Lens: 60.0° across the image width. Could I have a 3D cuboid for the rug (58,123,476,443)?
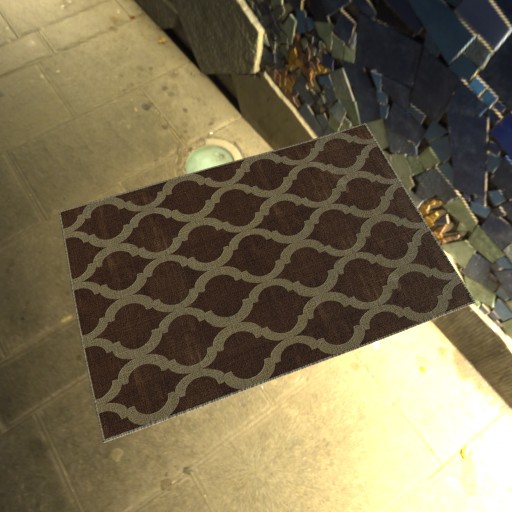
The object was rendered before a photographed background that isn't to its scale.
[{"bbox_3d":[0.000,0.000,2.816,2.284,0.008,1.522,-18,65,-9],"label":"rug"}]
